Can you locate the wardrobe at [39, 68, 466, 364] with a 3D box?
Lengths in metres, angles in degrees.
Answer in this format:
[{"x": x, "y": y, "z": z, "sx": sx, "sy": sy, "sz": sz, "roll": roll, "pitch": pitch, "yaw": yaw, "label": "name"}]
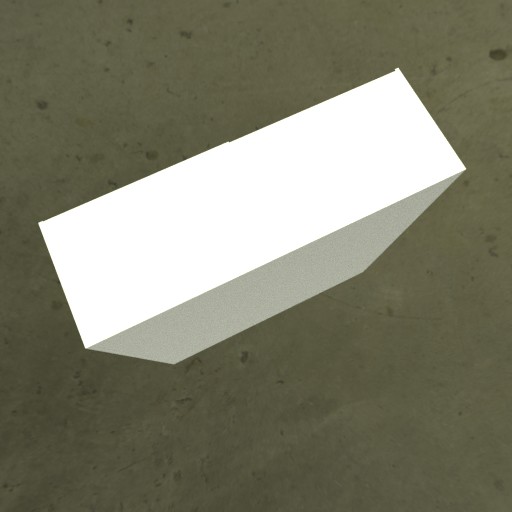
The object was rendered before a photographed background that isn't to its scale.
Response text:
[{"x": 0.000, "y": 0.000, "z": 2.951, "sx": 1.830, "sy": 2.020, "sz": 0.600, "roll": -25, "pitch": 76, "yaw": -7, "label": "wardrobe"}]
